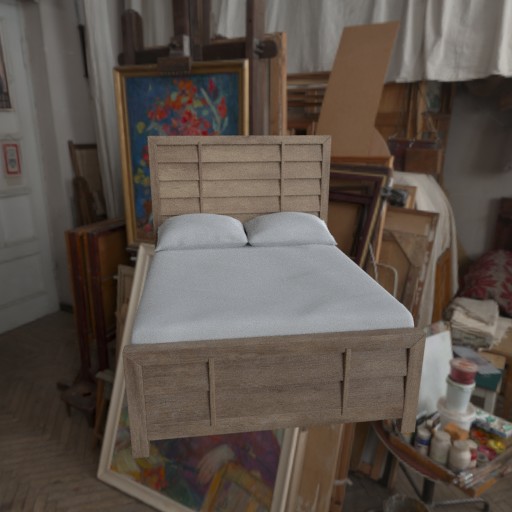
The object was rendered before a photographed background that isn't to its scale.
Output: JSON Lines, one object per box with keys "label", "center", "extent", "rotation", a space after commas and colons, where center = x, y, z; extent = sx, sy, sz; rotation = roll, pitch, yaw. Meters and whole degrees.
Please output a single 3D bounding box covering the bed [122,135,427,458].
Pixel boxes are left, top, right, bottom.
{"label": "bed", "center": [0.000, 0.000, 3.215], "extent": [1.615, 1.631, 2.017], "rotation": [-2, 17, -7]}
